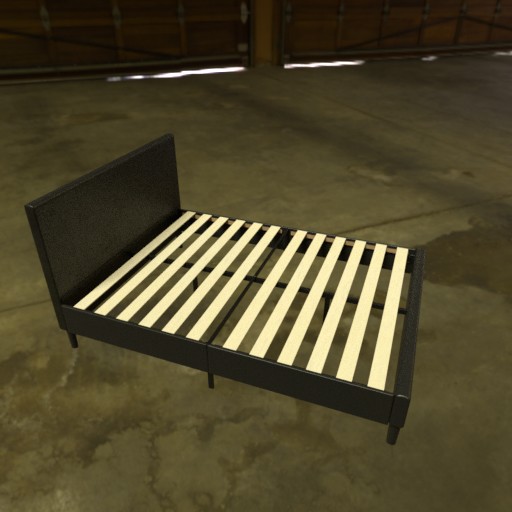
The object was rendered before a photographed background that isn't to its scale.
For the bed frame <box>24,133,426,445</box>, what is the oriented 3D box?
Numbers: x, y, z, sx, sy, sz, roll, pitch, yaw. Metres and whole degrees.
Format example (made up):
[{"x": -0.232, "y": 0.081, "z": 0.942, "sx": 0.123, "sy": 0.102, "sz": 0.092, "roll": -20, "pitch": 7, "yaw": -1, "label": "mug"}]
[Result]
[{"x": 0.000, "y": 0.000, "z": 3.196, "sx": 2.318, "sy": 1.127, "sz": 1.634, "roll": 11, "pitch": 33, "yaw": 18, "label": "bed frame"}]
